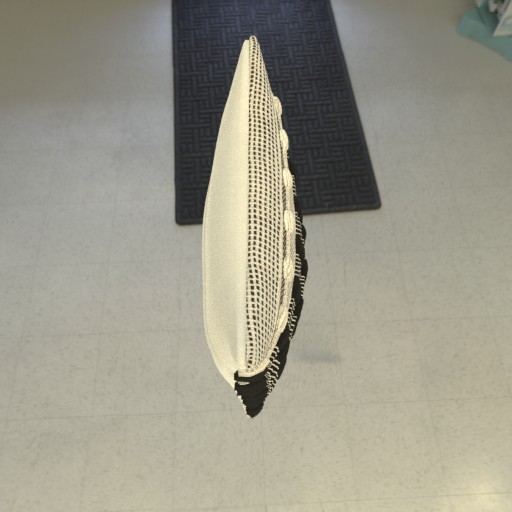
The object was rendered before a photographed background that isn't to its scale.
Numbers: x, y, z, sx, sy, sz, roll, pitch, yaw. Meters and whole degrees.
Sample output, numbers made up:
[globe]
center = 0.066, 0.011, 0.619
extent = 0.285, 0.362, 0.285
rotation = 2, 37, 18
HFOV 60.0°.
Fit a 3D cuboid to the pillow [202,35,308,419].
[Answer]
[pillow]
center = 0.000, 0.000, 0.680
extent = 0.156, 0.438, 0.436
rotation = 0, 64, 0
